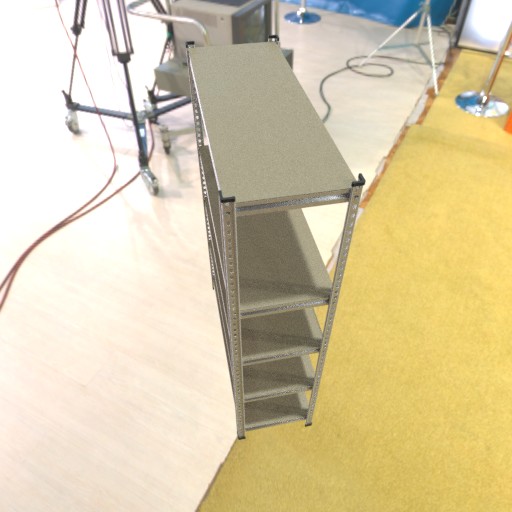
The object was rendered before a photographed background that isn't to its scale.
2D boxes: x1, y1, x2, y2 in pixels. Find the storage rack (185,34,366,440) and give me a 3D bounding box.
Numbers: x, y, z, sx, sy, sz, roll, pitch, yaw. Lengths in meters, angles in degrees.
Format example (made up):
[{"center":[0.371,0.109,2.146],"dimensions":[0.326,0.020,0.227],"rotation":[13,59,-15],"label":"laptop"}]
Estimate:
[{"center":[0.000,0.000,2.412],"dimensions":[0.457,1.829,1.219],"rotation":[-8,47,-8],"label":"storage rack"}]
